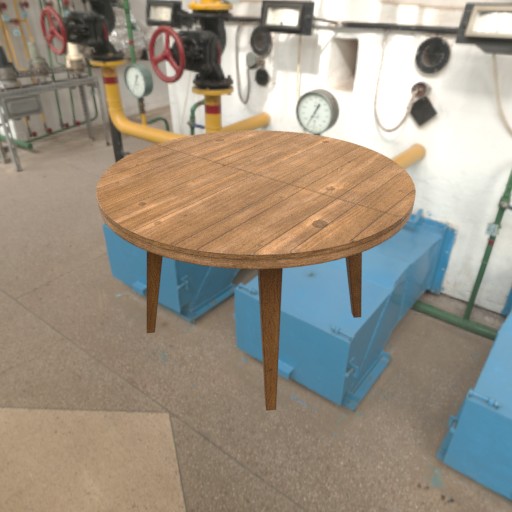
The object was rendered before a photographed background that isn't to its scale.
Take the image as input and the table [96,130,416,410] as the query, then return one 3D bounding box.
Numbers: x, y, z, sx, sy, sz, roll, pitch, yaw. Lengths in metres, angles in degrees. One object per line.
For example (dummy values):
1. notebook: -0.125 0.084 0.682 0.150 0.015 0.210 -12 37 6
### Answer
1. table: 0.000 0.000 1.962 1.213 0.764 1.213 0 32 0
